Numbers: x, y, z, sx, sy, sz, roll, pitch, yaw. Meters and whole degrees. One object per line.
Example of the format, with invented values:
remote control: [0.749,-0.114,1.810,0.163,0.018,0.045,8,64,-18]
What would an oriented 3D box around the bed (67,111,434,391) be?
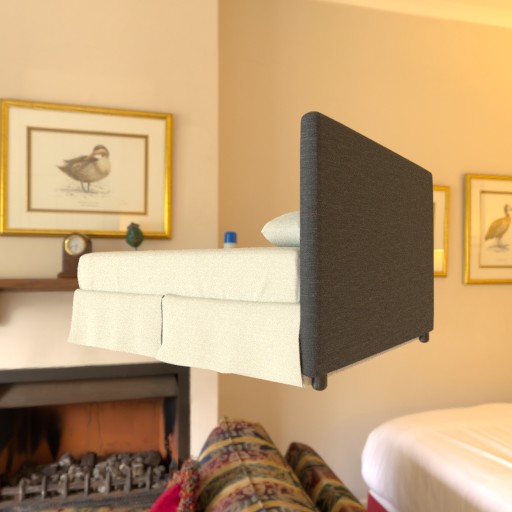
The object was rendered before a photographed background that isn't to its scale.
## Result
bed: [0.000,0.000,3.385,2.142,1.330,1.884,-1,-1,38]
